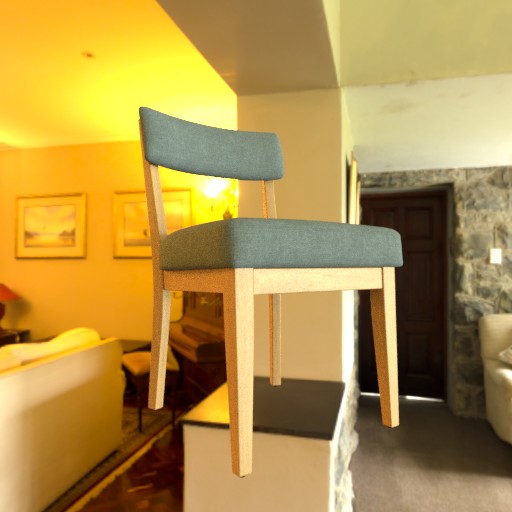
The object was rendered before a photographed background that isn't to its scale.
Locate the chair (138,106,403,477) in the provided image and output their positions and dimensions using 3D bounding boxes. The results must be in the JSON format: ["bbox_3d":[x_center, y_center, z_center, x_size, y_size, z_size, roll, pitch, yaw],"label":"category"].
[{"bbox_3d":[0.000,0.000,1.169,0.508,0.832,0.572,1,-1,-35],"label":"chair"}]
